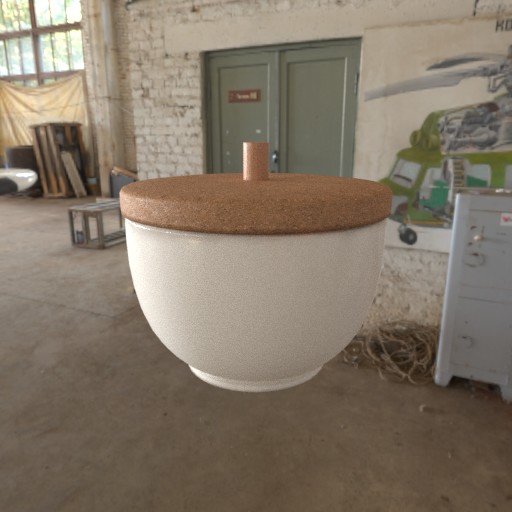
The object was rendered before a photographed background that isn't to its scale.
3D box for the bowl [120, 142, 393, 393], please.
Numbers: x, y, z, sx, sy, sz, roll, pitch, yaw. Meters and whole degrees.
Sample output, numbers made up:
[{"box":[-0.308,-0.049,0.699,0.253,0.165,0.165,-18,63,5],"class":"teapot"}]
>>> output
[{"box":[0.000,0.000,0.222,0.126,0.110,0.126,0,15,0],"class":"bowl"}]
